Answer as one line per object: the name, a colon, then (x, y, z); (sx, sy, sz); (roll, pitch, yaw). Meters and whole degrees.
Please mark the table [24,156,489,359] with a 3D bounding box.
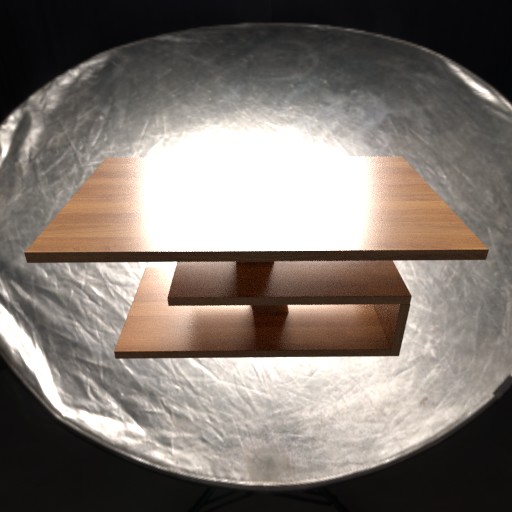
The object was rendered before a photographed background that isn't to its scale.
table: (0.000, 0.000, 1.461); (1.100, 0.442, 0.700); (0, 31, -1)
